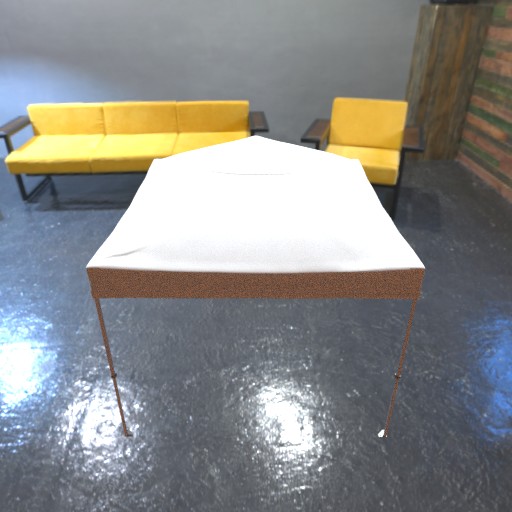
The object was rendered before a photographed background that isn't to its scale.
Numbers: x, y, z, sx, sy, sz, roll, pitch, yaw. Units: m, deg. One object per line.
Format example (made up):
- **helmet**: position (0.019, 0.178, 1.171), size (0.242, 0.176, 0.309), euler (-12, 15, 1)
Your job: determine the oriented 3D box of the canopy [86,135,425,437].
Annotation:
- **canopy**: position (0.000, 0.000, 5.522), size (2.998, 2.997, 2.996), euler (0, 30, 0)
